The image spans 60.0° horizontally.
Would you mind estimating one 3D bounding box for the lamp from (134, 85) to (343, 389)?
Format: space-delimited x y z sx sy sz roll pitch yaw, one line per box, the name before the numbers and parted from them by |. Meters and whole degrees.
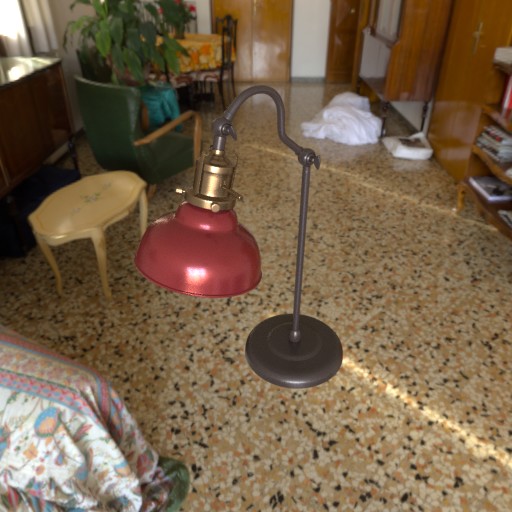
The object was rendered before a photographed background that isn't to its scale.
lamp | 0.000 0.000 0.694 0.374 0.508 0.192 -21 38 -29
